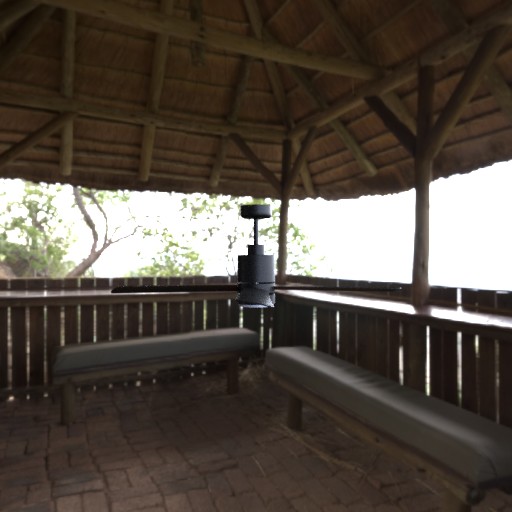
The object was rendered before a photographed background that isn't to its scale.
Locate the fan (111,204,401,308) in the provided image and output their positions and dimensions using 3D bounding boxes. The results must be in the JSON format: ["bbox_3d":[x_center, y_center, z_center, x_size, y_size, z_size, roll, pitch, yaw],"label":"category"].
[{"bbox_3d":[0.000,0.000,2.379,1.525,0.534,1.525,0,0,1],"label":"fan"}]
